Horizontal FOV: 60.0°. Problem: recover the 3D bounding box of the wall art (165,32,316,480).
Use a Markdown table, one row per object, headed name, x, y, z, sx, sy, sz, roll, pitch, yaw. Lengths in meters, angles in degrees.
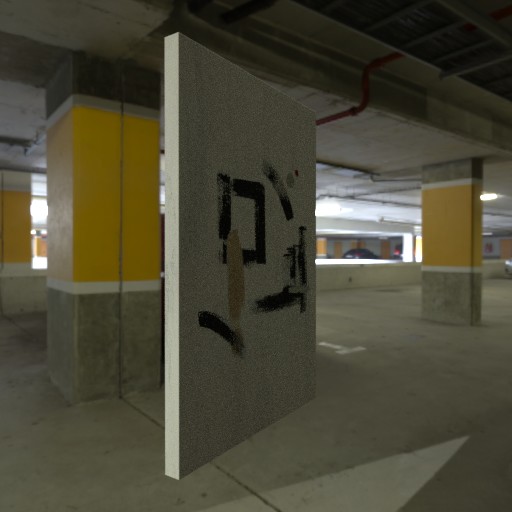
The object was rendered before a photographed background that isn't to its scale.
| name | x | y | z | sx | sy | sz | roll | pitch | yaw |
| --- | --- | --- | --- | --- | --- | --- | --- | --- | --- |
| wall art | 0.000 | 0.000 | 1.173 | 0.043 | 0.914 | 0.624 | 0 | 0 | 34 |
